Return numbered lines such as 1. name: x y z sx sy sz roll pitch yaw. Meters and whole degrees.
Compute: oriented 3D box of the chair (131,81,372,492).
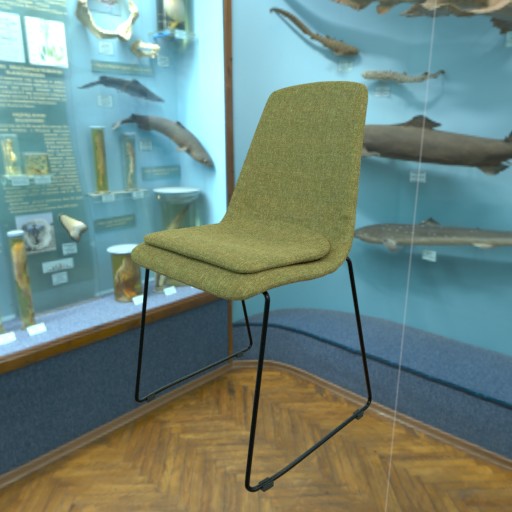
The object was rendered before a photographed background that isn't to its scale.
1. chair: 0.000 0.000 1.110 0.479 0.849 0.496 15 22 43
